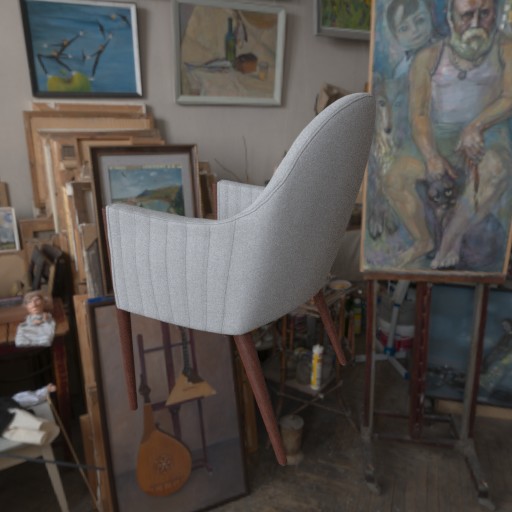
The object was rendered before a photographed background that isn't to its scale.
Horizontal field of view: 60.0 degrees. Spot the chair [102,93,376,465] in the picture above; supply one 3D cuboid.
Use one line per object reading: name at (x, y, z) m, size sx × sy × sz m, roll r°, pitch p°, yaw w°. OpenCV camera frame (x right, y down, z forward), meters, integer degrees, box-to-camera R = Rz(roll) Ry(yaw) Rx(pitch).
chair at (0.000, 0.000, 1.308) m, size 0.620 × 0.889 × 0.610 m, roll 8°, pitch 19°, yaw 26°
